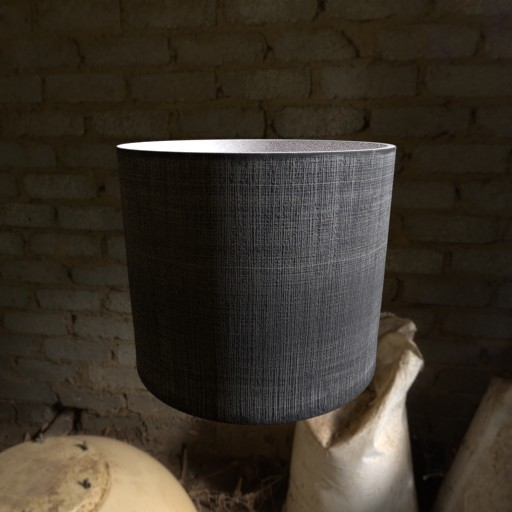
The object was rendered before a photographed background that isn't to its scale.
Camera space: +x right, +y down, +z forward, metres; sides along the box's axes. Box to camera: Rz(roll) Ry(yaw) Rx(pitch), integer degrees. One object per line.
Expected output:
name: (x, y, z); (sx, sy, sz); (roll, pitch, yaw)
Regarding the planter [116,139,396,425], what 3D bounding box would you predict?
planter: (0.000, 0.000, 0.451); (0.254, 0.221, 0.254); (0, 17, 0)
